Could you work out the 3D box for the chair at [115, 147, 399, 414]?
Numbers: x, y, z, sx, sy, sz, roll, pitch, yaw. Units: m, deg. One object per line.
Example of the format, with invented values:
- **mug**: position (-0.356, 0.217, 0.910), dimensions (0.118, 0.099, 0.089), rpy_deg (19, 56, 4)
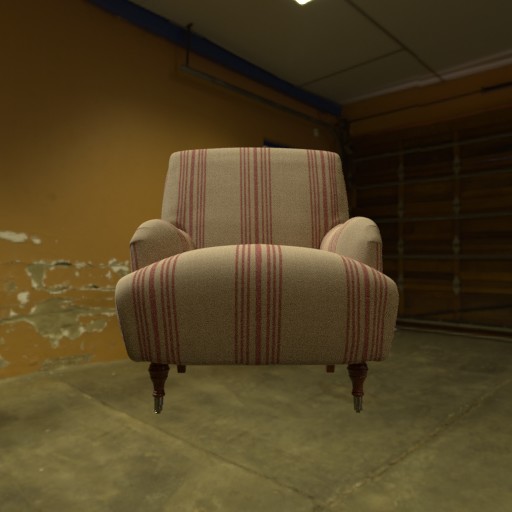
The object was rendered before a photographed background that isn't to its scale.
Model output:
- **chair**: position (0.000, 0.000, 1.870), dimensions (0.933, 1.123, 1.058), rpy_deg (0, -1, -1)
